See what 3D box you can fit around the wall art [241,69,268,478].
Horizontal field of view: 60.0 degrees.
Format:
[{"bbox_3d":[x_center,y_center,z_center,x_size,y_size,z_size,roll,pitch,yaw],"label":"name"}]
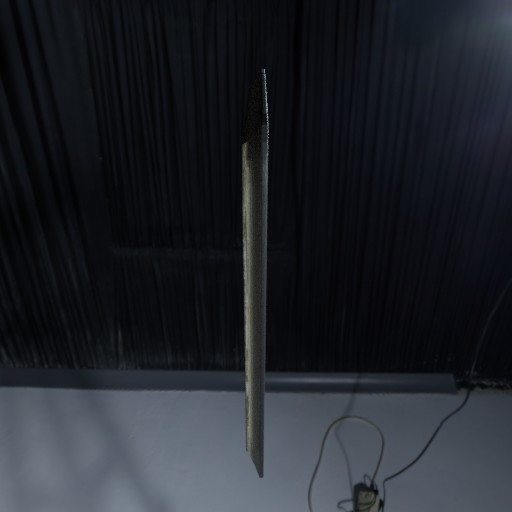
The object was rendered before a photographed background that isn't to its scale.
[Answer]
[{"bbox_3d":[0.000,0.000,0.639,0.023,0.457,0.381,0,29,0],"label":"wall art"}]
